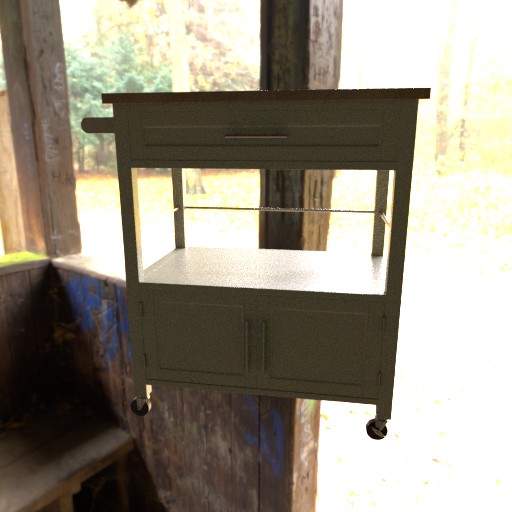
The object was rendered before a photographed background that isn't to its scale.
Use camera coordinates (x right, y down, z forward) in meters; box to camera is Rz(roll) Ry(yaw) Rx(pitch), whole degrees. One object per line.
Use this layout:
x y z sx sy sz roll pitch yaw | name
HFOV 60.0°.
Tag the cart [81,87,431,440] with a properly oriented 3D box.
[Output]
0.000 0.000 1.349 0.840 0.901 0.459 2 15 9 | cart
